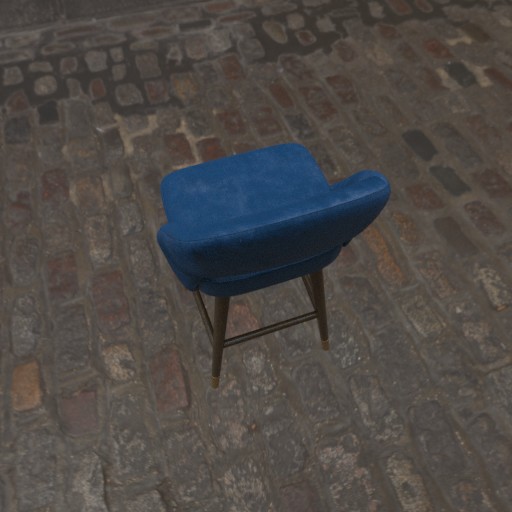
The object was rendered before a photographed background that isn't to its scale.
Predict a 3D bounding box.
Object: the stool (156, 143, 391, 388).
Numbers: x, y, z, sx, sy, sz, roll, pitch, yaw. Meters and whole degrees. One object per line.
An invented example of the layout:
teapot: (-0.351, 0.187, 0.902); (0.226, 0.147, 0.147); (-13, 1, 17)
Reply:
stool: (0.000, 0.000, 1.324); (0.514, 1.016, 0.515); (-16, 60, -10)
